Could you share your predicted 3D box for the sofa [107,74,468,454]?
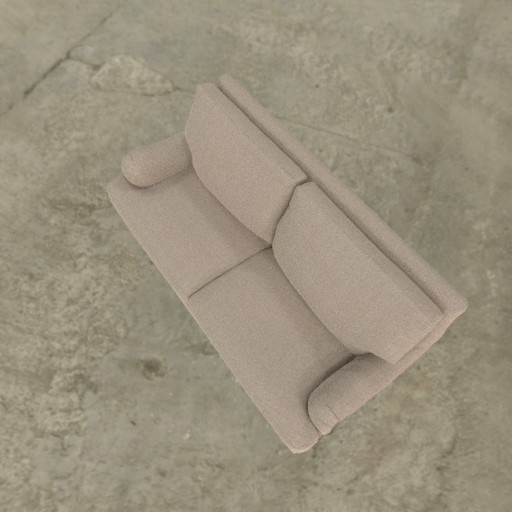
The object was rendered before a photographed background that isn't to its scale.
[{"bbox_3d":[0.000,0.000,2.822,1.087,1.054,2.160,-33,66,-17],"label":"sofa"}]
